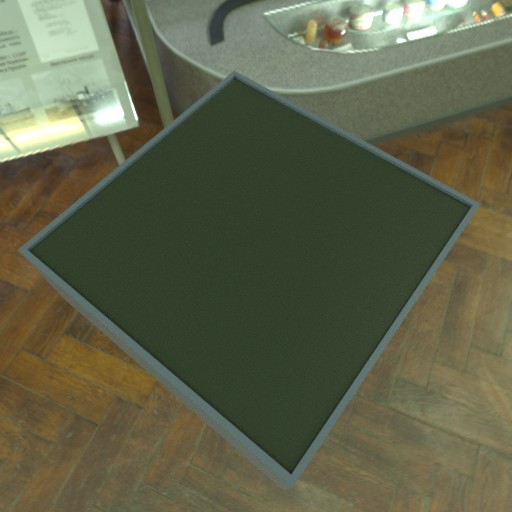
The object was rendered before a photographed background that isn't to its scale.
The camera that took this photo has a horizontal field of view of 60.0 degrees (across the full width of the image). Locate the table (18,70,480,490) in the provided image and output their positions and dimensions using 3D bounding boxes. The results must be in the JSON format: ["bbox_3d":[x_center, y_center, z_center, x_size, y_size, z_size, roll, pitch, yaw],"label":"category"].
[{"bbox_3d":[0.000,0.000,1.209,0.801,0.299,0.801,35,67,17],"label":"table"}]
